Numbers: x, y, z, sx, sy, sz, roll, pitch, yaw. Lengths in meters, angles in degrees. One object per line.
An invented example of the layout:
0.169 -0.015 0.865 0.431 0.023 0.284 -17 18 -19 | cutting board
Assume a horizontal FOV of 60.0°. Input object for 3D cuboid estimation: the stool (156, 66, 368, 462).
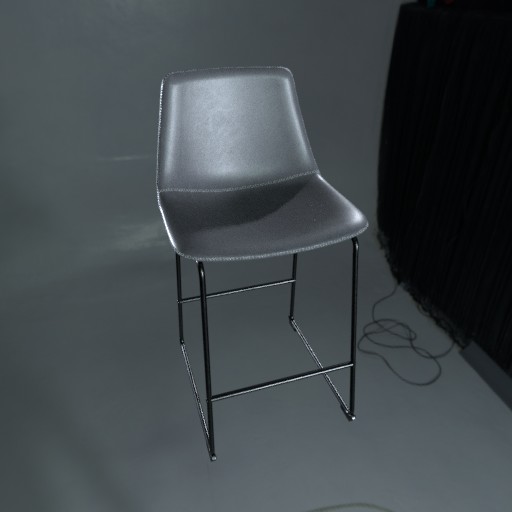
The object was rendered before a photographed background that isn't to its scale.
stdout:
0.000 0.000 1.195 0.470 0.876 0.546 -10 33 -15 | stool
